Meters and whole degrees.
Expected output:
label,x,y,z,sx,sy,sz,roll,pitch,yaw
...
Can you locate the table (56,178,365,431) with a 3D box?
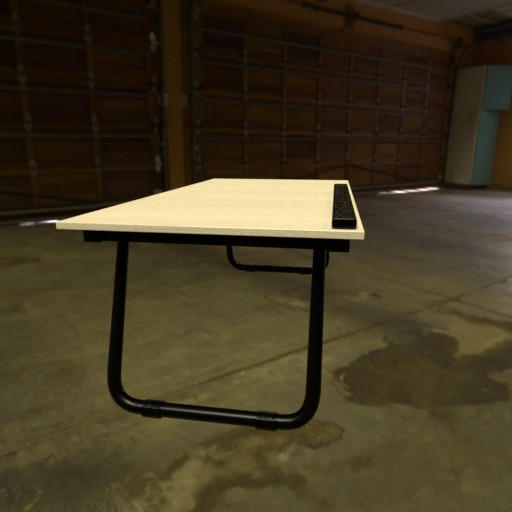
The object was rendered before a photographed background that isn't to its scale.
label,x,y,z,sx,sy,sz,roll,pitch,yaw
table,0.000,0.000,0.779,0.322,0.242,0.644,2,14,10
